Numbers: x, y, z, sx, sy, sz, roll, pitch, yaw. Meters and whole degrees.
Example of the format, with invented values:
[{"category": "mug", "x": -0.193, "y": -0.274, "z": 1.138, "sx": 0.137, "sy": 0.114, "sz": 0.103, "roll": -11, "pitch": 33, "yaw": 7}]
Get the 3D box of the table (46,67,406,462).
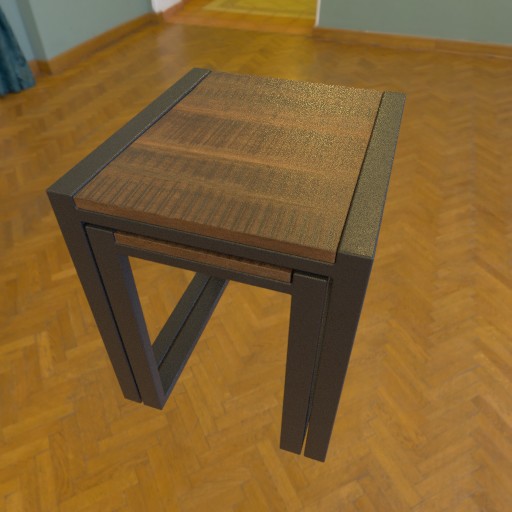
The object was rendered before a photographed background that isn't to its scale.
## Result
[{"category": "table", "x": 0.000, "y": 0.000, "z": 0.918, "sx": 0.449, "sy": 0.550, "sz": 0.500, "roll": 13, "pitch": 44, "yaw": 13}]
